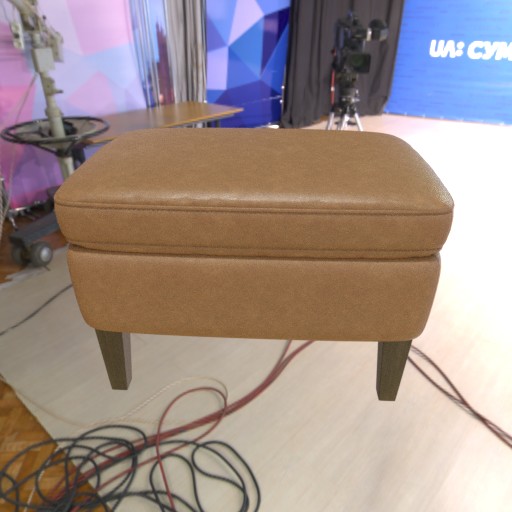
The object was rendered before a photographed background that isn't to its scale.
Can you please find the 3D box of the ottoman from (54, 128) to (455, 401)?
[{"bbox_3d":[0.000,0.000,0.961,0.670,0.480,0.420,2,31,3],"label":"ottoman"}]
